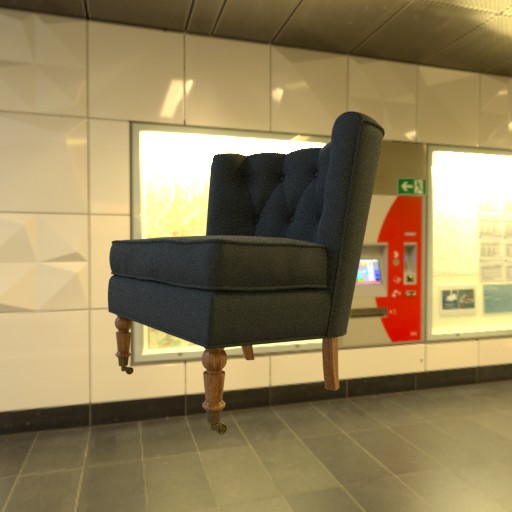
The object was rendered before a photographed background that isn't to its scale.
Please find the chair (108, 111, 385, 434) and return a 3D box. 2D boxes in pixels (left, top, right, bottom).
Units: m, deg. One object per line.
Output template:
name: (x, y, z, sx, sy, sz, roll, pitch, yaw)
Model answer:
chair: (0.000, 0.000, 1.381, 0.718, 0.771, 0.740, -1, 2, -36)
